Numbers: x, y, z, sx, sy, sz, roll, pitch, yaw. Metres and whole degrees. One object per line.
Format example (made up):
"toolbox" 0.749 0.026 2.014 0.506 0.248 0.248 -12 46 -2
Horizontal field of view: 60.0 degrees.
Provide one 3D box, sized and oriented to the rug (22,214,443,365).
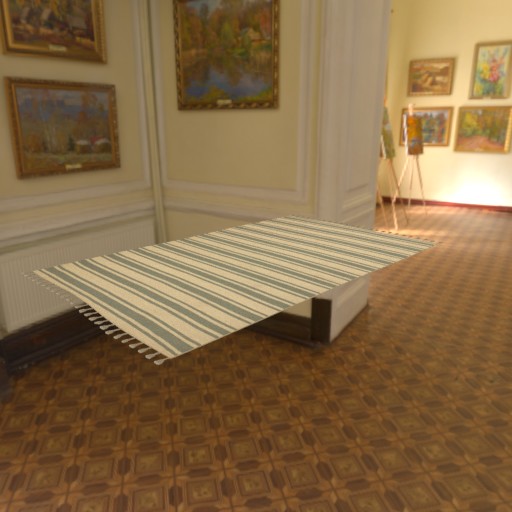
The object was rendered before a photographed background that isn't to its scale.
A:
"rug" 0.000 0.000 2.476 2.084 0.009 1.222 -16 23 -42
